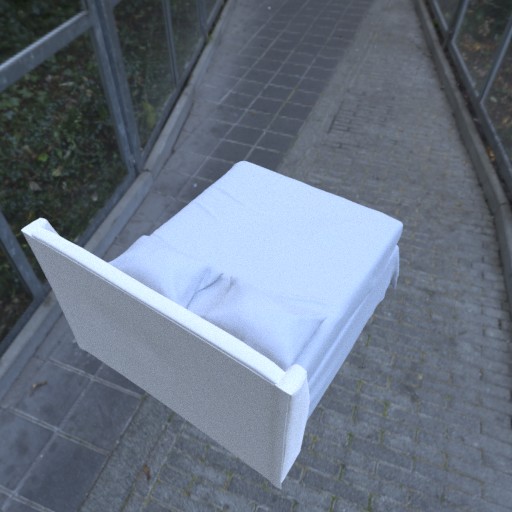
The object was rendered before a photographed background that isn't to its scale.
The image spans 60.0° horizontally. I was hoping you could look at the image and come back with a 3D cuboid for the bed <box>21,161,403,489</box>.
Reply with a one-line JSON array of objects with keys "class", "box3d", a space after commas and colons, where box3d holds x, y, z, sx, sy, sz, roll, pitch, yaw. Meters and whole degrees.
[{"class": "bed", "box3d": [0.000, 0.000, 3.394, 1.925, 1.332, 2.276, 26, 51, 23]}]
